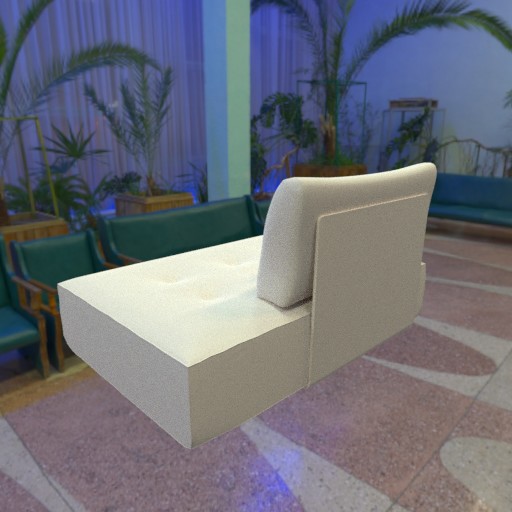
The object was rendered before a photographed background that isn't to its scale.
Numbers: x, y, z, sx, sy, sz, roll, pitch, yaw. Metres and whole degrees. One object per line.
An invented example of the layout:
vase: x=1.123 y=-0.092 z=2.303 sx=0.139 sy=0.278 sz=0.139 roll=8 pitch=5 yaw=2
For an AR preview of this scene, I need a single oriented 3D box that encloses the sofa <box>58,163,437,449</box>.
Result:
sofa: x=0.000 y=0.000 z=2.036 sx=1.450 sy=0.820 sz=1.000 roll=-15 pitch=22 yaw=-42
